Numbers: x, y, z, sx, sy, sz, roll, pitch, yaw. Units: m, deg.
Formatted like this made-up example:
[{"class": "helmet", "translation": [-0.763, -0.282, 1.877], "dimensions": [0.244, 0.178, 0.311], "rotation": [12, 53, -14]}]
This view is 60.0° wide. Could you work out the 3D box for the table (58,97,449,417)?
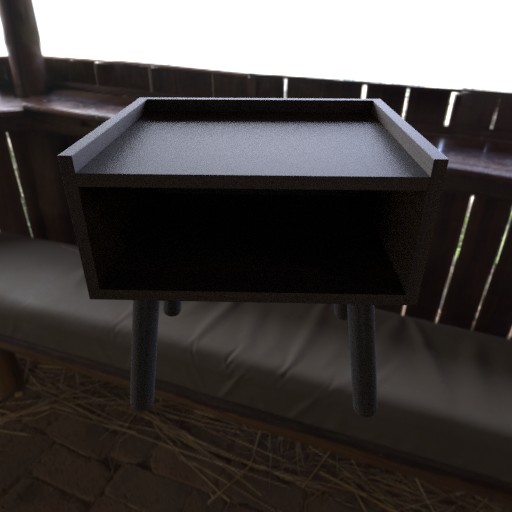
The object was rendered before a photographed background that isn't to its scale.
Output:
[{"class": "table", "translation": [0.000, 0.000, 0.786], "dimensions": [0.450, 0.470, 0.370], "rotation": [1, 30, 2]}]
